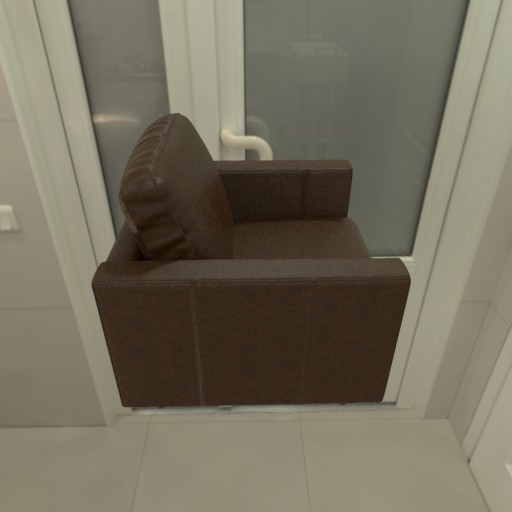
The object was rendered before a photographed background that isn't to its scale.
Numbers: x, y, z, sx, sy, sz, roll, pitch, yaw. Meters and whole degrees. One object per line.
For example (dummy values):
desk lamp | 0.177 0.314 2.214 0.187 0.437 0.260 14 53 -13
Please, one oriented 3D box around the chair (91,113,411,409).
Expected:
chair | 0.000 0.000 1.678 0.909 0.956 0.890 -1 33 -1
